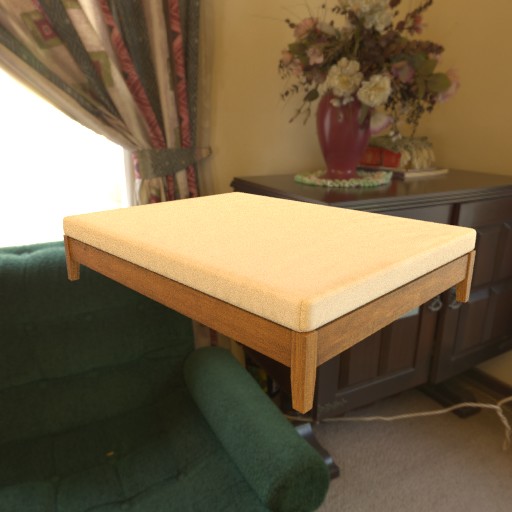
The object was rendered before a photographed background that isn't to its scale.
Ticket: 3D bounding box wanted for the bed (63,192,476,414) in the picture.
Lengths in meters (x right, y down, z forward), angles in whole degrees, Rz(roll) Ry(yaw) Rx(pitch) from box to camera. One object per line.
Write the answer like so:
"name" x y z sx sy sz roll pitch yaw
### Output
"bed" 0.000 0.000 2.713 1.536 0.431 2.016 -16 23 -42
